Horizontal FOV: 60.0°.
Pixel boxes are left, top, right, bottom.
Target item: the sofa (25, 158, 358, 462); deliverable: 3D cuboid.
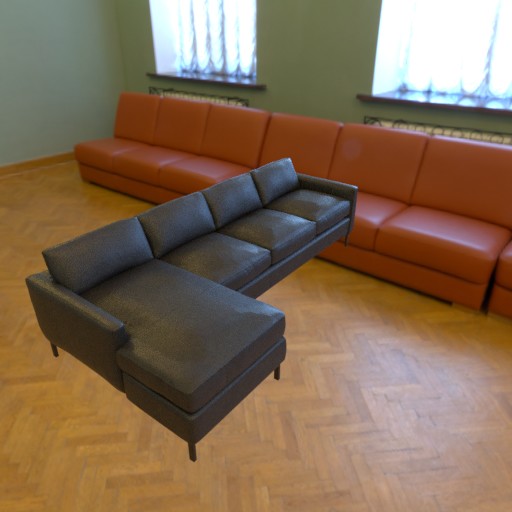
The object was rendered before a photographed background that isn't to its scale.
[{"bbox_3d":[0.000,0.000,3.587,1.471,0.859,2.993,20,34,33],"label":"sofa"}]
